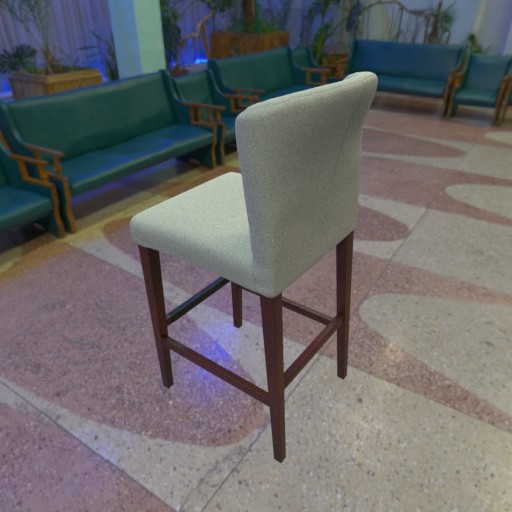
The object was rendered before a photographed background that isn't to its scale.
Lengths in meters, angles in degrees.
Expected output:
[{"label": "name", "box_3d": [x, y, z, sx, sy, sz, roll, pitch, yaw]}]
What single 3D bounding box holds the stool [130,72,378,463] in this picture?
[{"label": "stool", "box_3d": [0.000, 0.000, 1.342, 0.568, 1.069, 0.479, 21, 37, 30]}]
